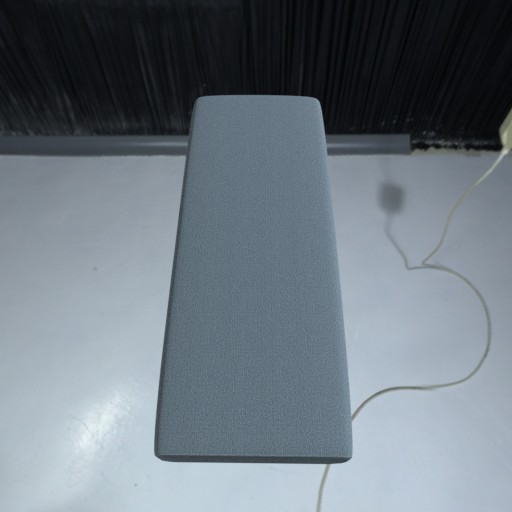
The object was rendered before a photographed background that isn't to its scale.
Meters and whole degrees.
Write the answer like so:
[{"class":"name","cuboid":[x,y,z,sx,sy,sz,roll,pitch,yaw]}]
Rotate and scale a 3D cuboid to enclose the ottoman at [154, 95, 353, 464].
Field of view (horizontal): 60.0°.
[{"class":"ottoman","cuboid":[0.000,0.000,1.881,0.646,0.393,1.609,0,59,0]}]
